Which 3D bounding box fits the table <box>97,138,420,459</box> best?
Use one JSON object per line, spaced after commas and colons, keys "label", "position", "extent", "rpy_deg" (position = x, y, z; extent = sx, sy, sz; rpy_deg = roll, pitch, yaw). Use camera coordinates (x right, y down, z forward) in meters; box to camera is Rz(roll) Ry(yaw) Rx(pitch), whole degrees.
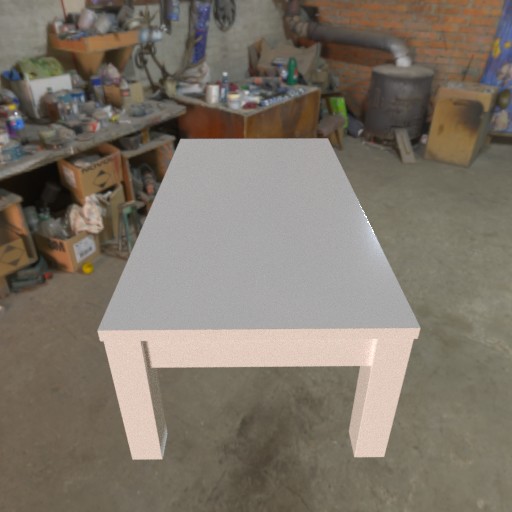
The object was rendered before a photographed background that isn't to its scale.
{"label": "table", "position": [0.000, 0.000, 1.655], "extent": [0.700, 0.470, 1.350], "rpy_deg": [0, 32, -1]}
